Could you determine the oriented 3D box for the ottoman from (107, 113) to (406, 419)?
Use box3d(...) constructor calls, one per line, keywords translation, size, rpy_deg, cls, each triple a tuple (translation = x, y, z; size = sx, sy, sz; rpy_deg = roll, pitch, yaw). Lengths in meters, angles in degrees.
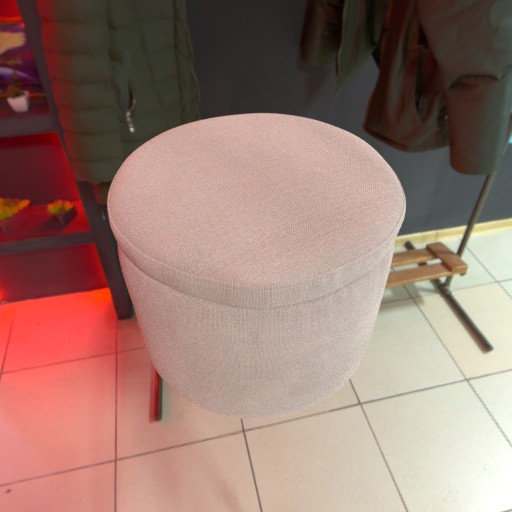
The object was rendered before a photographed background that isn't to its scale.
box3d(translation=(0.000, 0.000, 0.864), size=(0.497, 0.409, 0.497), rpy_deg=(0, 42, 0), cls="ottoman")
